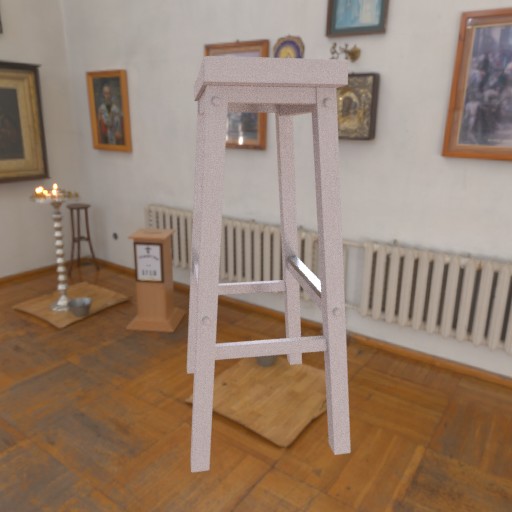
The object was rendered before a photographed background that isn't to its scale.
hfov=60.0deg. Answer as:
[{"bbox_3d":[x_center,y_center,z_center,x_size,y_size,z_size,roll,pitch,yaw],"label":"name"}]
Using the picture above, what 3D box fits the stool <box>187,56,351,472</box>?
[{"bbox_3d":[0.000,0.000,0.973,0.322,0.742,0.406,-3,16,-9],"label":"stool"}]
